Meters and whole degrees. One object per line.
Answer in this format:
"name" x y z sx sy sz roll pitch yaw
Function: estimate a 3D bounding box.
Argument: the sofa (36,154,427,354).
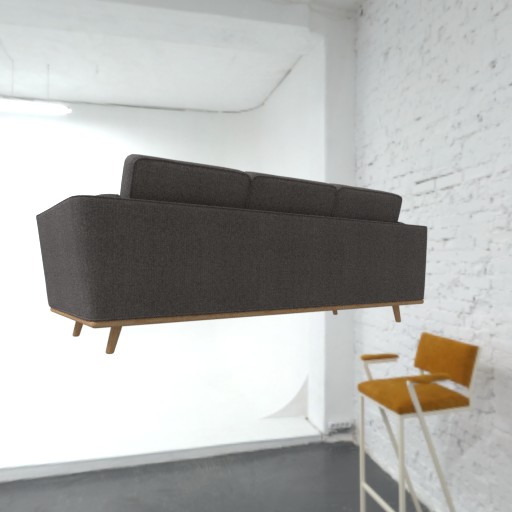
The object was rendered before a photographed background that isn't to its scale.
"sofa" 0.000 0.000 2.759 2.362 0.899 0.903 1 -2 -35
